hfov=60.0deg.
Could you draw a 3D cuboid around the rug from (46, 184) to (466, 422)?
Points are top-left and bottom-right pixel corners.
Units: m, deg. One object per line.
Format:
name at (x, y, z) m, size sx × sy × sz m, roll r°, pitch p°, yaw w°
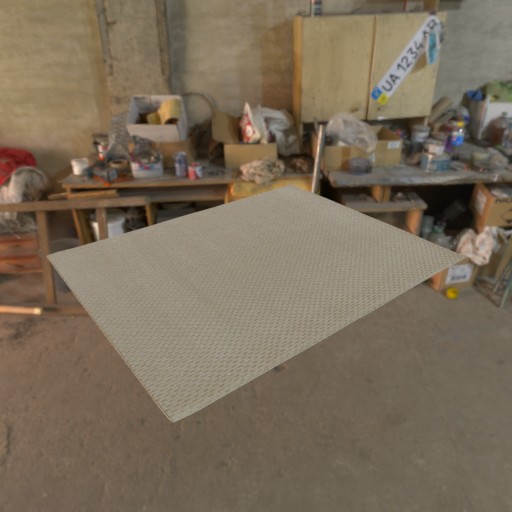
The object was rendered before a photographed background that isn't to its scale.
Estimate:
rug at (0.000, 0.000, 3.874) m, size 2.897 × 0.035 × 2.277 m, roll -21°, pitch 36°, yaw -32°
